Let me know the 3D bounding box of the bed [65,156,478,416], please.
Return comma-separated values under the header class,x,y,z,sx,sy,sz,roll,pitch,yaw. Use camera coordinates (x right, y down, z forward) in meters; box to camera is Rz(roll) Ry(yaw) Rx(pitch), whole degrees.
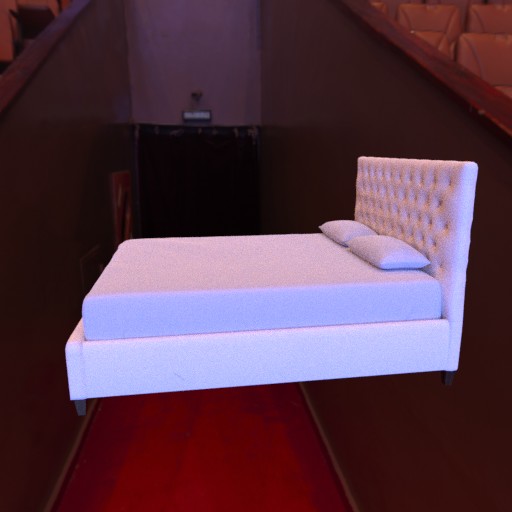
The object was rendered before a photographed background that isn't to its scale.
class,x,y,z,sx,sy,sz,roll,pitch,yaw
bed,0.000,0.000,3.338,2.387,1.427,1.698,-2,14,-8
